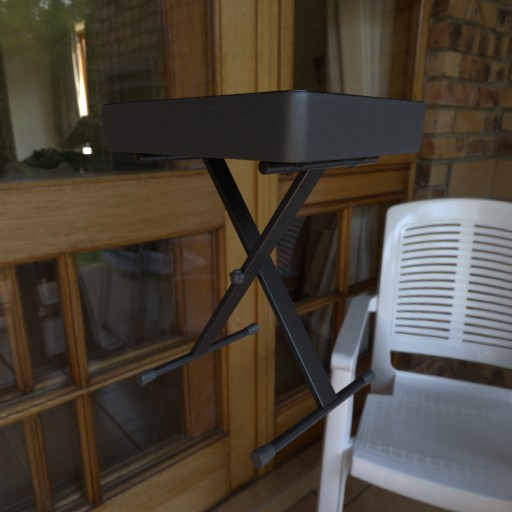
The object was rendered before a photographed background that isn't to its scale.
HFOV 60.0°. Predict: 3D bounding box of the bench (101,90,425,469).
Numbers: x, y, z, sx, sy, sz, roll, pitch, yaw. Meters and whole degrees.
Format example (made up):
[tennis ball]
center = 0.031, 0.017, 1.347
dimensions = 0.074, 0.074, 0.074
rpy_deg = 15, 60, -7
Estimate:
[bench]
center = 0.000, 0.000, 0.767
dimensions = 0.424, 0.500, 0.321
rpy_deg = 15, 22, 42
